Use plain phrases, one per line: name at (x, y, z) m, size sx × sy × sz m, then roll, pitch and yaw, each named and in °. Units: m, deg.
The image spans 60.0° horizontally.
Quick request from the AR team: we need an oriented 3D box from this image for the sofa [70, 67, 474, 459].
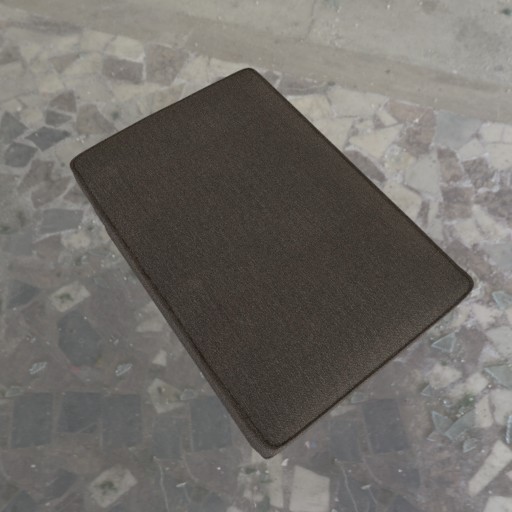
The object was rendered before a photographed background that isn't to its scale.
sofa at (0.000, 0.000, 1.205) m, size 0.578 × 0.457 × 0.854 m, roll -34°, pitch 69°, yaw -15°
